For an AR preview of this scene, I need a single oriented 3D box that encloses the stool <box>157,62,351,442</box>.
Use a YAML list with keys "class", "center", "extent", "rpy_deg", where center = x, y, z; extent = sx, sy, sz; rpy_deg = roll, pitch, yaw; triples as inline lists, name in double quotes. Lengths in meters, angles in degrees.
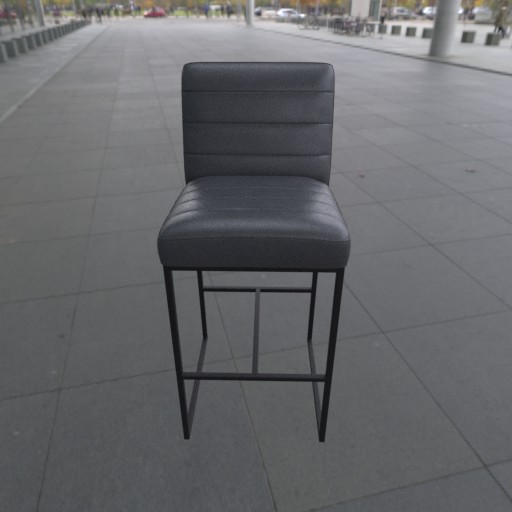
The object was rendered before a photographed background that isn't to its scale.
- class: "stool"
  center: [0.000, 0.000, 1.344]
  extent: [0.457, 1.040, 0.552]
  rpy_deg: [1, 29, 1]
